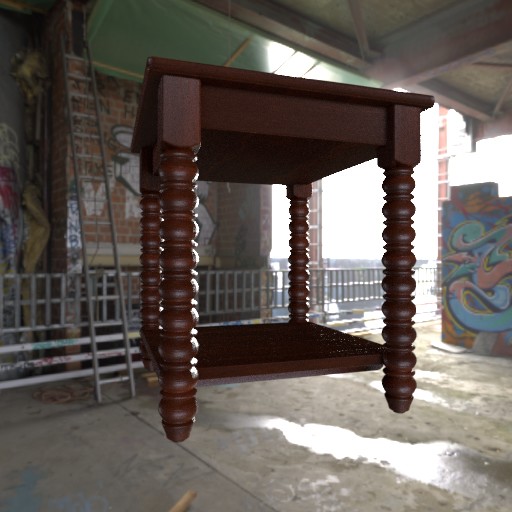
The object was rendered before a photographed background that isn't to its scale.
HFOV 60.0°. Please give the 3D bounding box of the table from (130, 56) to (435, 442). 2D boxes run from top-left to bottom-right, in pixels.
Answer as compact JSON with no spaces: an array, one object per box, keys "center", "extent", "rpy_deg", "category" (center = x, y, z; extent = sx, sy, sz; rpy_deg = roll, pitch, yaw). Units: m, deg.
[{"center":[0.000,0.000,0.957],"extent":[0.500,0.567,0.533],"rpy_deg":[0,0,-18],"category":"table"}]
